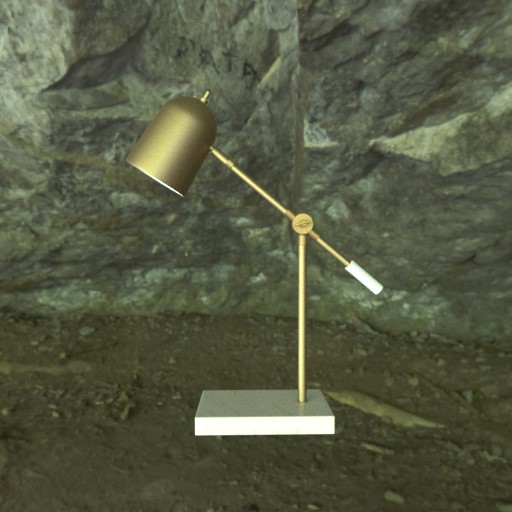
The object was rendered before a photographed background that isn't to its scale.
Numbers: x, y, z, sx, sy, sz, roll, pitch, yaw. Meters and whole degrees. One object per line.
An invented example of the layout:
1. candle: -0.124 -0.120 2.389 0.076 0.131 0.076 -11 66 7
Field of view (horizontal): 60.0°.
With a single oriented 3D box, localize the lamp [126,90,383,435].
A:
1. lamp: 0.000 0.000 0.817 0.471 0.603 0.144 0 1 -1
